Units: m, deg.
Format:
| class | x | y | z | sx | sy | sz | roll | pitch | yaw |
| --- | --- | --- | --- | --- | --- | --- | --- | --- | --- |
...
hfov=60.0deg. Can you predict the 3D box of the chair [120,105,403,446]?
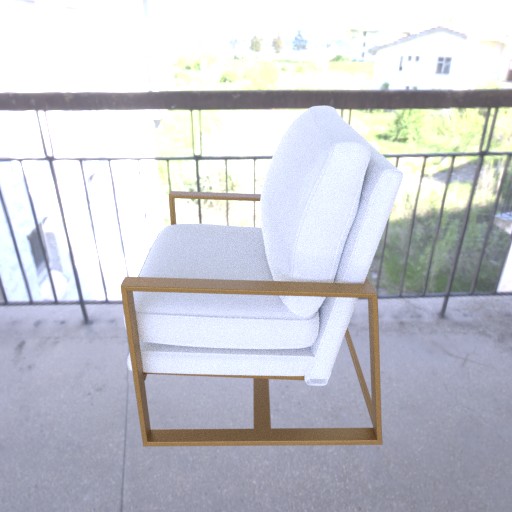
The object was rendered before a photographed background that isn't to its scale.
| class | x | y | z | sx | sy | sz | roll | pitch | yaw |
| --- | --- | --- | --- | --- | --- | --- | --- | --- | --- |
| chair | 0.000 | 0.000 | 1.571 | 0.813 | 0.966 | 0.805 | 0 | 26 | -1 |
